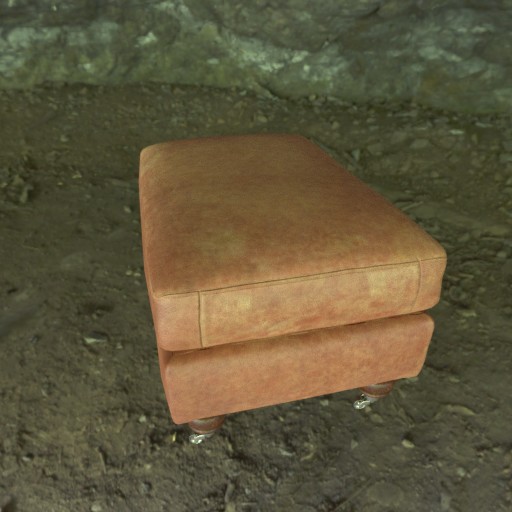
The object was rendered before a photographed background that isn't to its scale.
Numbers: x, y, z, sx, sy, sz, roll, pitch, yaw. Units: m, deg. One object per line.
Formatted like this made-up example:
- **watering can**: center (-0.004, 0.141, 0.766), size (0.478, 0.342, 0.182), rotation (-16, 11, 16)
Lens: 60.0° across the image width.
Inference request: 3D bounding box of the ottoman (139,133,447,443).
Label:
- **ottoman**: center (0.000, 0.000, 1.183), size (0.565, 0.507, 0.852), rotation (-7, 31, -12)
